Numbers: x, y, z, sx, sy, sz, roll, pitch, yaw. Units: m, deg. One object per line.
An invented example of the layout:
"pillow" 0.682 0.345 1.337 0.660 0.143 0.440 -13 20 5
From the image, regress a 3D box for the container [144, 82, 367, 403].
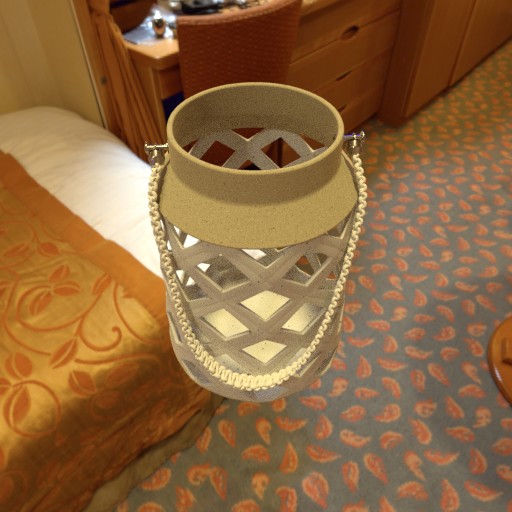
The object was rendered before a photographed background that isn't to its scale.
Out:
"container" 0.000 0.000 0.405 0.188 0.264 0.198 -4 46 -4
